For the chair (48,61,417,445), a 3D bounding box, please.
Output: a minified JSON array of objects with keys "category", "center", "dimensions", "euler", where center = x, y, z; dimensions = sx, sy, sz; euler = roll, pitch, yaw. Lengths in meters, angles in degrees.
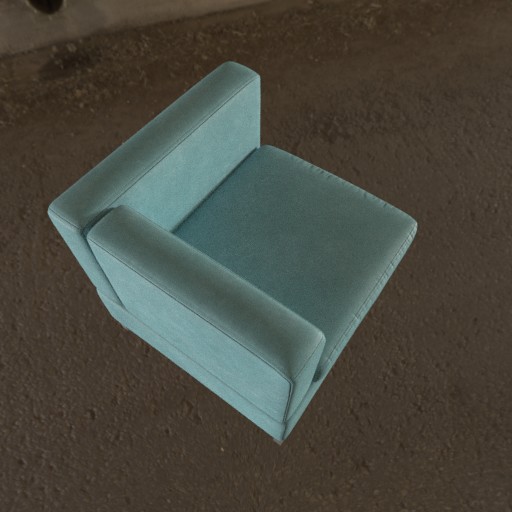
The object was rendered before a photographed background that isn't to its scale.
[{"category":"chair","center":[0.000,0.000,1.252],"dimensions":[0.680,0.660,0.680],"euler":[31,63,18]}]
